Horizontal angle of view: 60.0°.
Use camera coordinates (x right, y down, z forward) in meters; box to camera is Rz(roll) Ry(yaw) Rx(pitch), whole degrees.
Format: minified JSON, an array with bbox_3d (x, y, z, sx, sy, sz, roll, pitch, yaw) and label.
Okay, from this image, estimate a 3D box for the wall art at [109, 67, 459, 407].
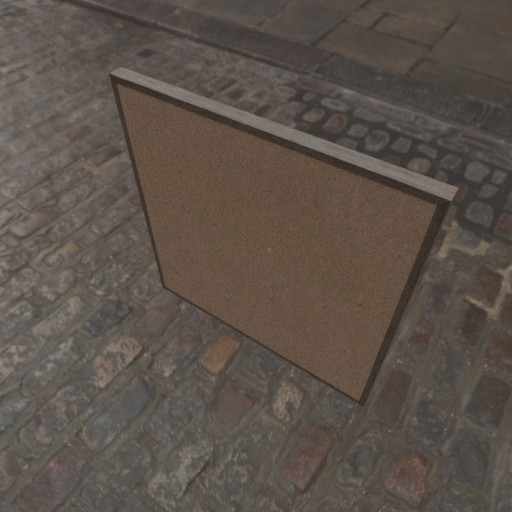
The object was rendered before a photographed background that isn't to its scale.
[{"bbox_3d":[0.000,0.000,1.127,0.762,0.762,0.038,27,53,22],"label":"wall art"}]
